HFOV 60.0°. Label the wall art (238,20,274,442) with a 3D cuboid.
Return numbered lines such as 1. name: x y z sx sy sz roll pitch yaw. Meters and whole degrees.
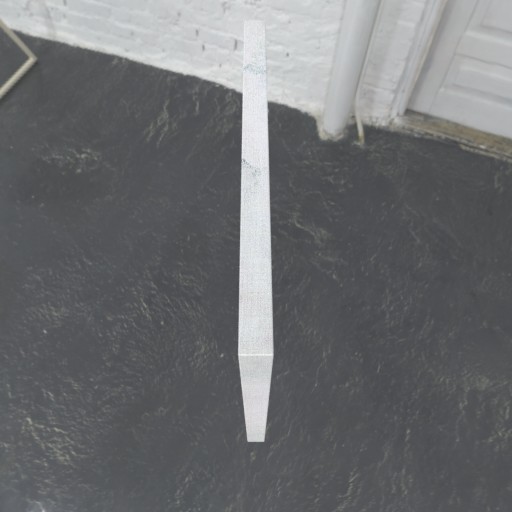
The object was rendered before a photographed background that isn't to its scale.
1. wall art: 0.000 0.000 0.894 0.040 0.612 0.612 0 59 0
